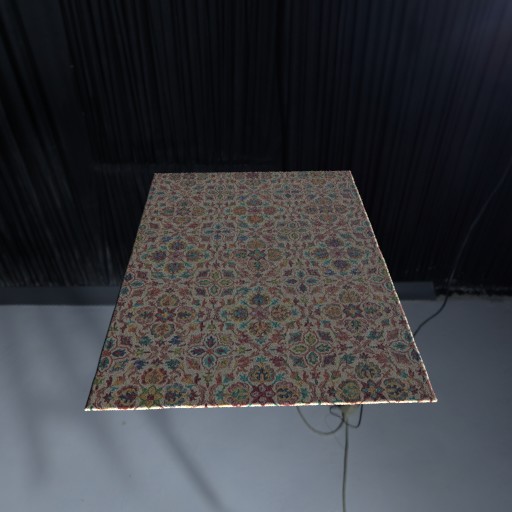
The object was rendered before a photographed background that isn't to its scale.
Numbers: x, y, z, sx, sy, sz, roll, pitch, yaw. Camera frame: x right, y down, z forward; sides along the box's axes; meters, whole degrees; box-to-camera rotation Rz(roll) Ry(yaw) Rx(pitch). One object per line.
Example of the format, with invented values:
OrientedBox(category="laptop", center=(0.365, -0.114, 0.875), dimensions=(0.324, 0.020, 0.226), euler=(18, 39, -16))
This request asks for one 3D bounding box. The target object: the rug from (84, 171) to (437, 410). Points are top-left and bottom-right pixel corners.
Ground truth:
OrientedBox(category="rug", center=(0.000, 0.000, 4.286), dimensions=(2.446, 0.020, 3.215), euler=(-1, 40, -1))
